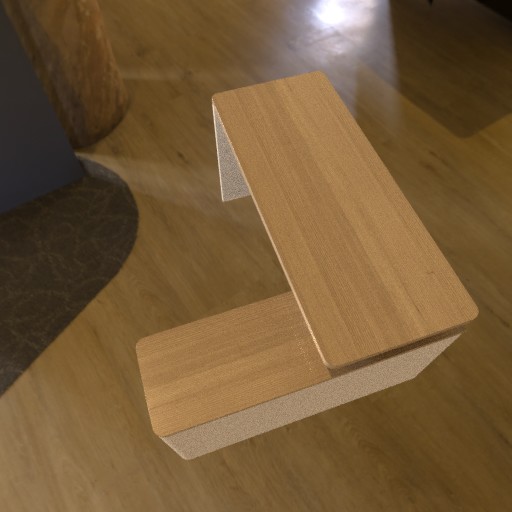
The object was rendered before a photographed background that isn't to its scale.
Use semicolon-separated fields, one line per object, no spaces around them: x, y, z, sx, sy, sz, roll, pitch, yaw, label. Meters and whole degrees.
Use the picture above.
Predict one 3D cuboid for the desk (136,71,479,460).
0.000;0.000;2.098;1.175;0.770;1.400;-16;60;-10;desk
